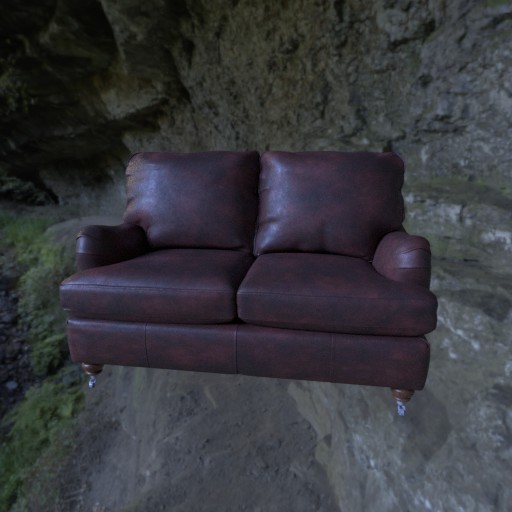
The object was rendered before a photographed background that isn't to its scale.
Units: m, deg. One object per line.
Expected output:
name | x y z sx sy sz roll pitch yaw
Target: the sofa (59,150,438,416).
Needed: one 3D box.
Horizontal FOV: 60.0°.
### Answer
sofa | 0.000 0.000 2.333 1.628 1.070 1.148 2 16 8
